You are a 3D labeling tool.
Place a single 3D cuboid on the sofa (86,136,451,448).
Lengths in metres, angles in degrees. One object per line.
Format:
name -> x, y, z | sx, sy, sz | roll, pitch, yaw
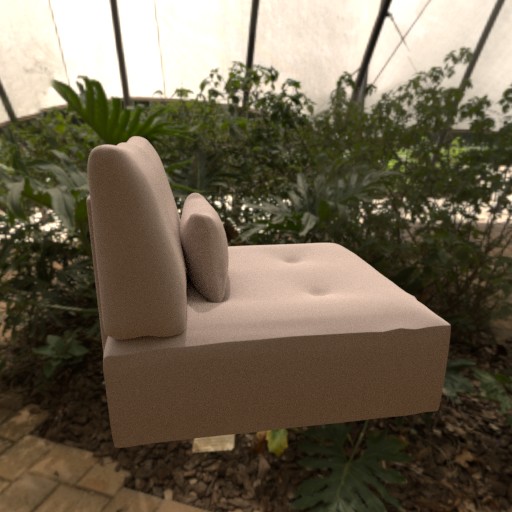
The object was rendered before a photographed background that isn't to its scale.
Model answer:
sofa -> 0.000, 0.000, 1.616 | 1.000, 0.828, 0.935 | -3, 17, -9
